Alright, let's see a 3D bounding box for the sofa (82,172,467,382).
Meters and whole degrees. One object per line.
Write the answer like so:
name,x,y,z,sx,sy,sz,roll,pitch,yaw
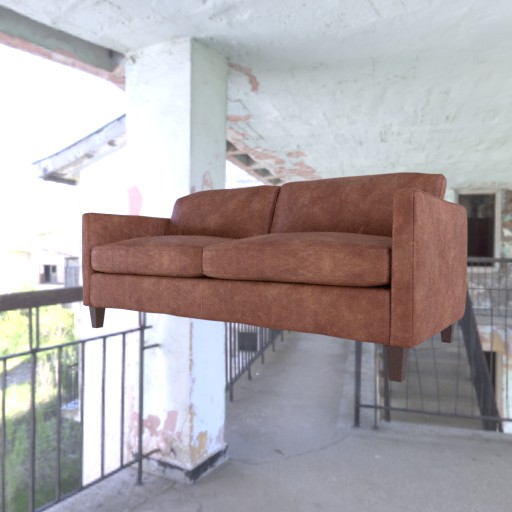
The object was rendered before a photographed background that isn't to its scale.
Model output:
sofa,0.000,0.000,2.416,1.971,0.863,0.923,1,1,36
